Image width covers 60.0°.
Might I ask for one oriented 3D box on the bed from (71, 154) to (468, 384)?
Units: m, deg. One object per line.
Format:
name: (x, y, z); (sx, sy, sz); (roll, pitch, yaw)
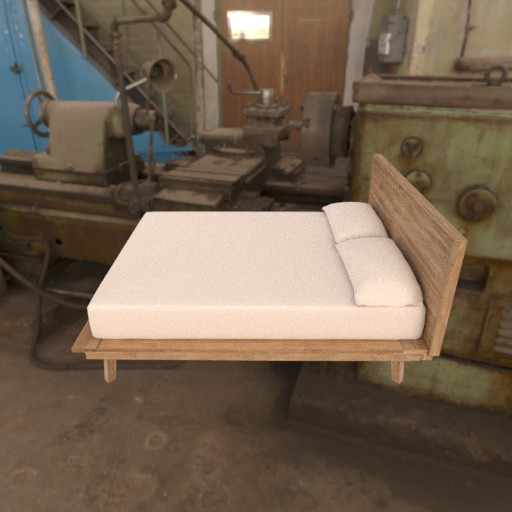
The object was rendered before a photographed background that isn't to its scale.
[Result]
bed: (0.000, 0.000, 3.249); (2.145, 1.071, 1.759); (0, 27, 0)
